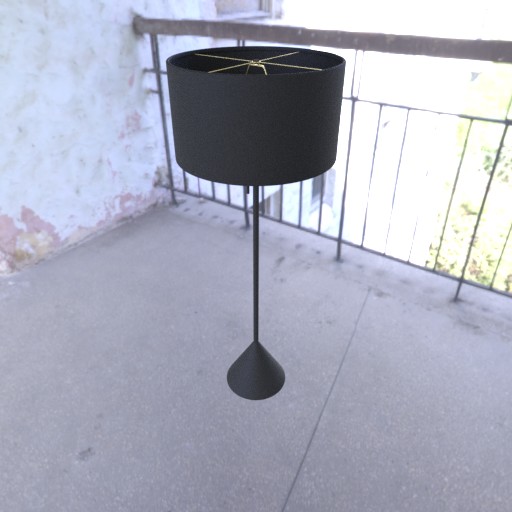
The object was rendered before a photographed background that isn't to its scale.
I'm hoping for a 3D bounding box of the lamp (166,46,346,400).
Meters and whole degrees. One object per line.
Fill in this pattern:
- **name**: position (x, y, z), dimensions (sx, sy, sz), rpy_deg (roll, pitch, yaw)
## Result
- **lamp**: position (0.000, 0.000, 1.851), dimensions (0.580, 1.526, 0.580), rpy_deg (22, 38, 30)
